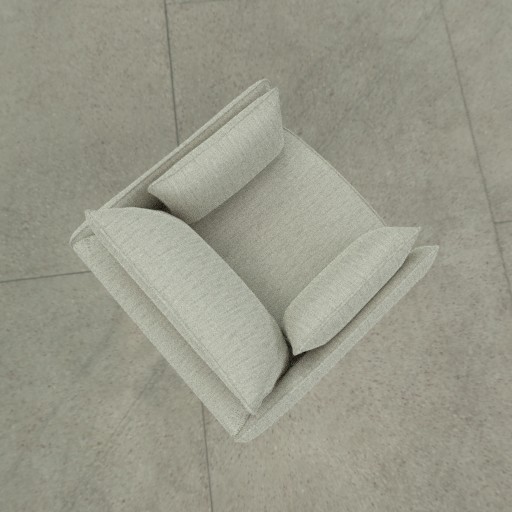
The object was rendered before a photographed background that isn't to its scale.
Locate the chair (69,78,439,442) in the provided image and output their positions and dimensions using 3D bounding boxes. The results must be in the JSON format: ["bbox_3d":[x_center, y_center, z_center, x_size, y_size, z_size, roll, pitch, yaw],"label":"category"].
[{"bbox_3d":[0.000,0.000,1.760,0.991,0.855,0.994,-42,81,-8],"label":"chair"}]
